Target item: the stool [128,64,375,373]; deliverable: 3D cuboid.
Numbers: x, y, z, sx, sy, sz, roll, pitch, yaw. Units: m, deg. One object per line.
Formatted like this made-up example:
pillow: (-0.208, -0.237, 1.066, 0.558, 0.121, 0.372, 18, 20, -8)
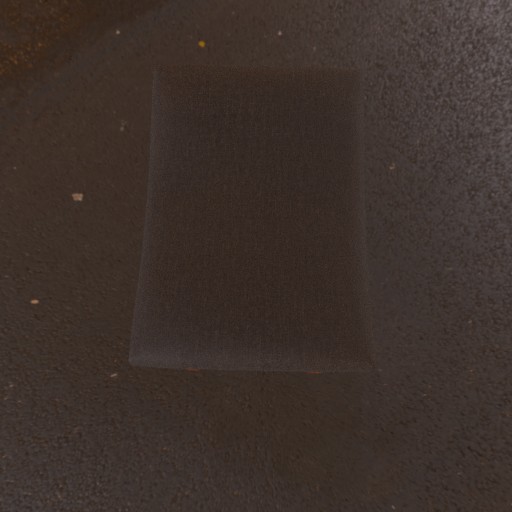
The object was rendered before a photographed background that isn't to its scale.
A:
stool: (0.000, 0.000, 0.850, 0.320, 0.612, 0.439, 1, 76, 0)
